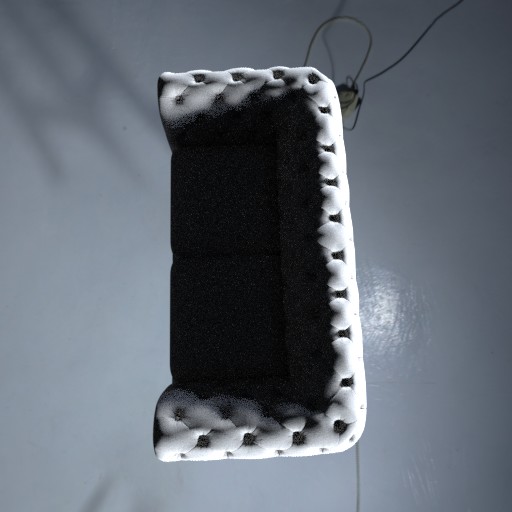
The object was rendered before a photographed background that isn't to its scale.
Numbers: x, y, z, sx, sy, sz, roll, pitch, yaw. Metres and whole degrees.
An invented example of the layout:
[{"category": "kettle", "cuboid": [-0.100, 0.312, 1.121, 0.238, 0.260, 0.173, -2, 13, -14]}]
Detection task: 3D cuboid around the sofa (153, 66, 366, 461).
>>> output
[{"category": "sofa", "cuboid": [0.000, 0.000, 2.471, 0.986, 0.764, 1.998, -2, 77, 0]}]
